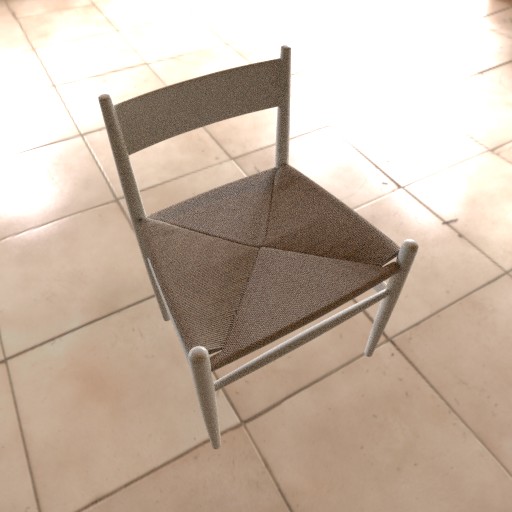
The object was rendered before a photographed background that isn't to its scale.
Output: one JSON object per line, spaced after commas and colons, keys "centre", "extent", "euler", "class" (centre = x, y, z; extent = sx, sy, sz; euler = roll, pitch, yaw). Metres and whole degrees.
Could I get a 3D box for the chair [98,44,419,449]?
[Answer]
{"centre": [0.000, 0.000, 1.096], "extent": [0.556, 0.762, 0.495], "euler": [-24, 53, -20], "class": "chair"}
